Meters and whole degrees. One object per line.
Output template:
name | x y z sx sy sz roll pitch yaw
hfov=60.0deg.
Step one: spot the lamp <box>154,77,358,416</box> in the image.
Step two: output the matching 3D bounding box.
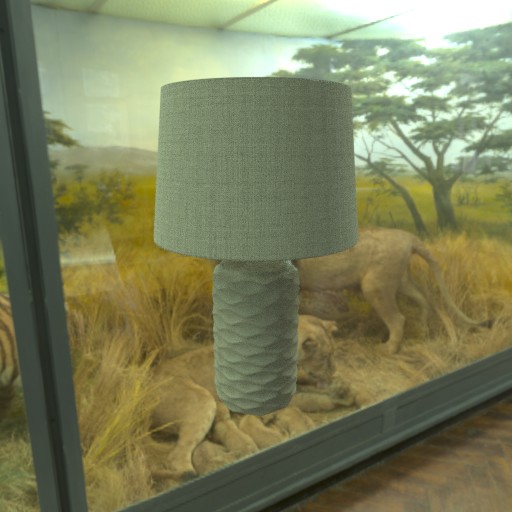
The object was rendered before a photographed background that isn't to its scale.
lamp | 0.000 0.000 0.843 0.376 0.594 0.376 0 14 0
